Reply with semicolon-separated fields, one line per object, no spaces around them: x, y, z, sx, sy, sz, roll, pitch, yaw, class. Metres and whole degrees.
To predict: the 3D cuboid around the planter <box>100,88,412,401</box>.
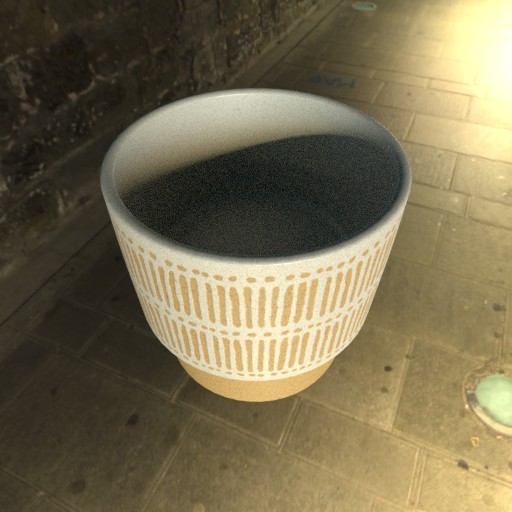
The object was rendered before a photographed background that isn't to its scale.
0.000;0.000;0.569;0.317;0.303;0.317;0;45;0;planter
